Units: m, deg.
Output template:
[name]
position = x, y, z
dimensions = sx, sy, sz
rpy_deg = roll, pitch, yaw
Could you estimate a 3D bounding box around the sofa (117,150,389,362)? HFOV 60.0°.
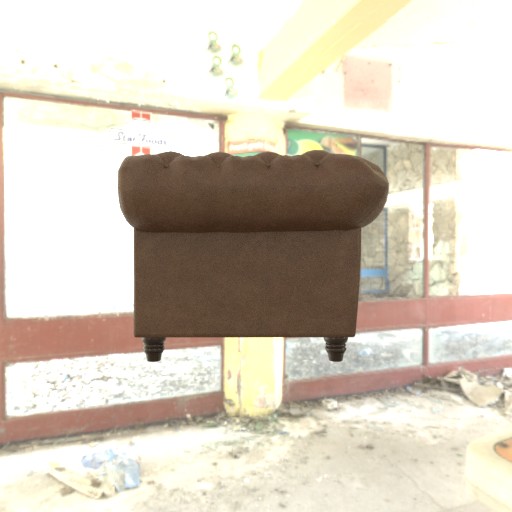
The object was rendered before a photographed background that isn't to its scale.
[sofa]
position = 0.000, 0.000, 2.468
dimensions = 0.955, 0.784, 2.048
rpy_deg = 0, 0, 0
